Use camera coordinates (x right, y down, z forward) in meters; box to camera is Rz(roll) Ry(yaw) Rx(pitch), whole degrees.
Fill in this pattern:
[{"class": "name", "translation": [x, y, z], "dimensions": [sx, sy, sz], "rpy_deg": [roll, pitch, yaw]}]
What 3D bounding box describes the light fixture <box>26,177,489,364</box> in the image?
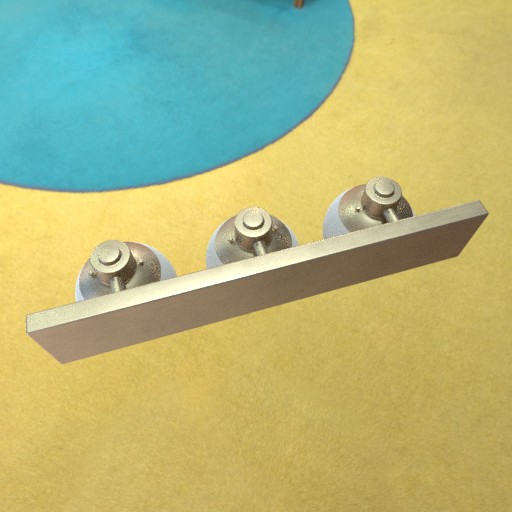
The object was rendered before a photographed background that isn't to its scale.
[{"class": "light fixture", "translation": [0.000, 0.000, 0.826], "dimensions": [0.721, 0.263, 0.218], "rpy_deg": [-14, 59, -9]}]
